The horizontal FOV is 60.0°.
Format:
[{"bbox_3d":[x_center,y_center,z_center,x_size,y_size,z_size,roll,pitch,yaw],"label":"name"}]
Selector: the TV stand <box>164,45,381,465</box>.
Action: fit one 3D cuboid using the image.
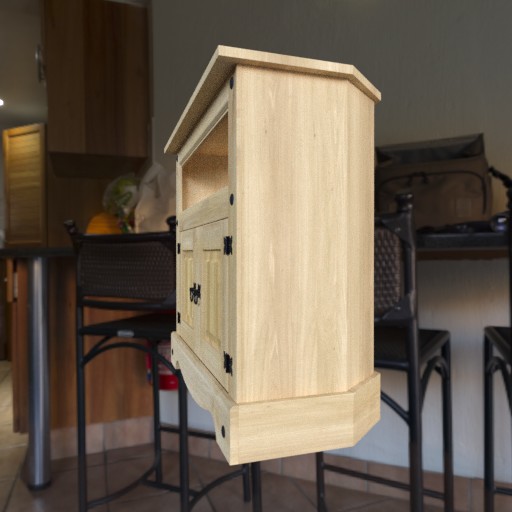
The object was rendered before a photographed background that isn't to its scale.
[{"bbox_3d":[0.000,0.000,1.286,0.425,0.781,0.851,0,0,-18],"label":"TV stand"}]
